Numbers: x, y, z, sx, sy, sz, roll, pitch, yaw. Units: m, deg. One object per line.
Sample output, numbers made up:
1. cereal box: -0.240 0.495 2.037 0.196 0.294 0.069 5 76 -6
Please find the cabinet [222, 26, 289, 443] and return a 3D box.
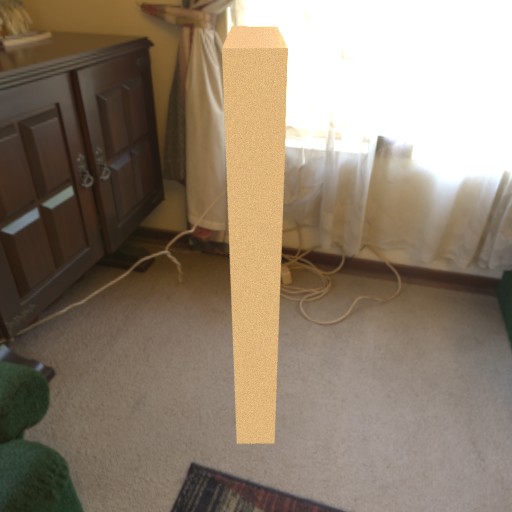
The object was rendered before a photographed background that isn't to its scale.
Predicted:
1. cabinet: 0.000 0.000 1.973 0.192 1.770 0.643 0 32 0
